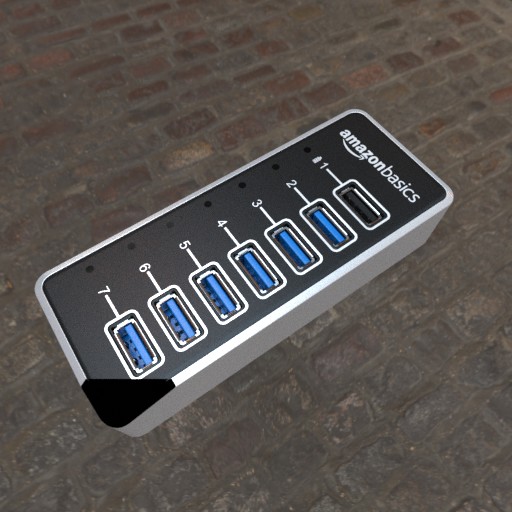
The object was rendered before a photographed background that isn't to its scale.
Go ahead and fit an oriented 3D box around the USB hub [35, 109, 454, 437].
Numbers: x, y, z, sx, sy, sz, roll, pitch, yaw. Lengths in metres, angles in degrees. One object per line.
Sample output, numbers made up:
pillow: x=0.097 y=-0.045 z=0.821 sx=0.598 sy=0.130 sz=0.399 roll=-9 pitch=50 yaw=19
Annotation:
USB hub: x=0.000 y=0.000 z=0.128 sx=0.110 sy=0.023 sz=0.044 roll=-31 pitch=66 yaw=-16
